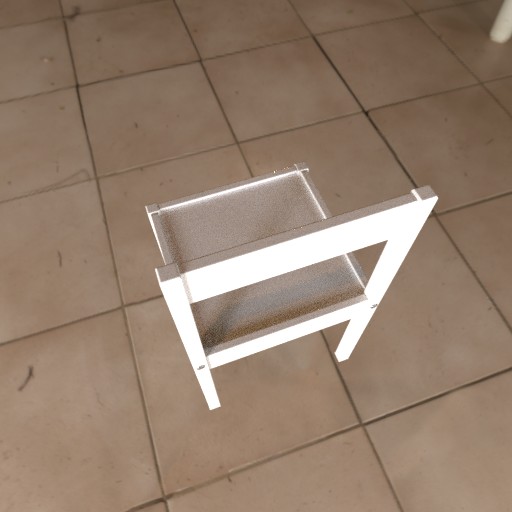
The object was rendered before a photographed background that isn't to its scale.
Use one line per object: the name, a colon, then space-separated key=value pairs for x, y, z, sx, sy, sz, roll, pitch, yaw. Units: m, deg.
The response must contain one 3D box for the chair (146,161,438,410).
chair: x=0.000 y=0.000 z=0.698 sx=0.285 sy=0.505 sz=0.285 roll=-17 pitch=61 yaw=-10
